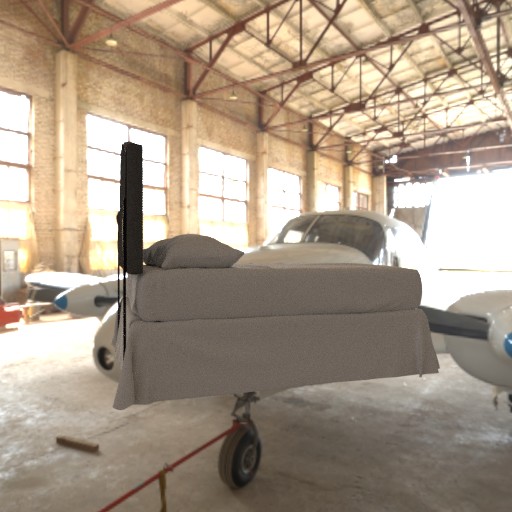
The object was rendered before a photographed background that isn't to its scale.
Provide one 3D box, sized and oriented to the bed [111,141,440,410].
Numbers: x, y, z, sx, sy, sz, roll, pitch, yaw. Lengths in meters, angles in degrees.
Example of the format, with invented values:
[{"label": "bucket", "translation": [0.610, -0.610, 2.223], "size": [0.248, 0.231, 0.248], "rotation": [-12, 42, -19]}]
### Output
[{"label": "bed", "translation": [0.000, 0.000, 3.575], "size": [2.221, 1.645, 1.876], "rotation": [0, 0, -18]}]
